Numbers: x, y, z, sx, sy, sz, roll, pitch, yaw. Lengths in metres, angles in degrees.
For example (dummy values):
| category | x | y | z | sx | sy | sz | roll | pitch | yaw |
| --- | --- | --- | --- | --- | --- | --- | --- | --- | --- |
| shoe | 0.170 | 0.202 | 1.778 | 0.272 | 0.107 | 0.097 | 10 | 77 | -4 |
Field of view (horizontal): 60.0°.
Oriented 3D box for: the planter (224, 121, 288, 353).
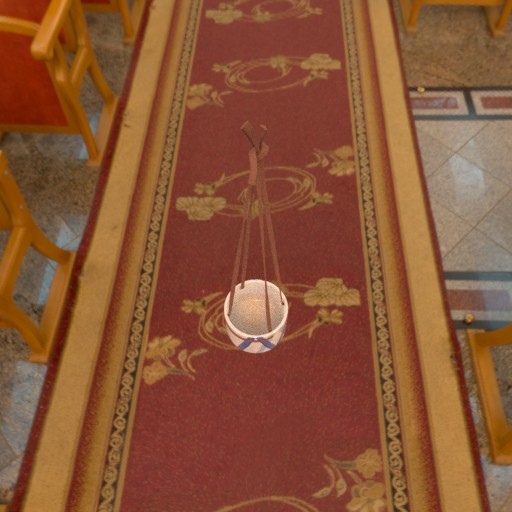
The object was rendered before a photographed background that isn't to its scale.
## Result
| category | x | y | z | sx | sy | sz | roll | pitch | yaw |
| --- | --- | --- | --- | --- | --- | --- | --- | --- | --- |
| planter | 0.000 | 0.000 | 0.846 | 0.153 | 0.753 | 0.157 | 2 | 59 | 1 |
